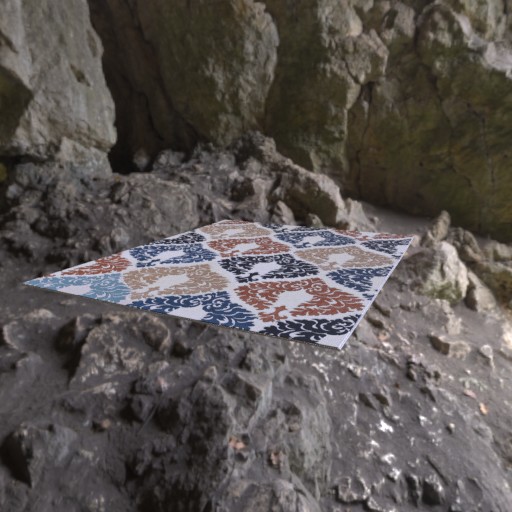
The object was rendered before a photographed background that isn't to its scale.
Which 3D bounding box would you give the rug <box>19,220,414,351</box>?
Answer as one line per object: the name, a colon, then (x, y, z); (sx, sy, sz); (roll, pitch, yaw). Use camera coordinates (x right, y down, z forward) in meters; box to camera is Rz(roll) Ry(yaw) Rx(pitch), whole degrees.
rug: (0.000, 0.000, 4.068); (2.423, 0.014, 3.040); (7, 16, 25)
